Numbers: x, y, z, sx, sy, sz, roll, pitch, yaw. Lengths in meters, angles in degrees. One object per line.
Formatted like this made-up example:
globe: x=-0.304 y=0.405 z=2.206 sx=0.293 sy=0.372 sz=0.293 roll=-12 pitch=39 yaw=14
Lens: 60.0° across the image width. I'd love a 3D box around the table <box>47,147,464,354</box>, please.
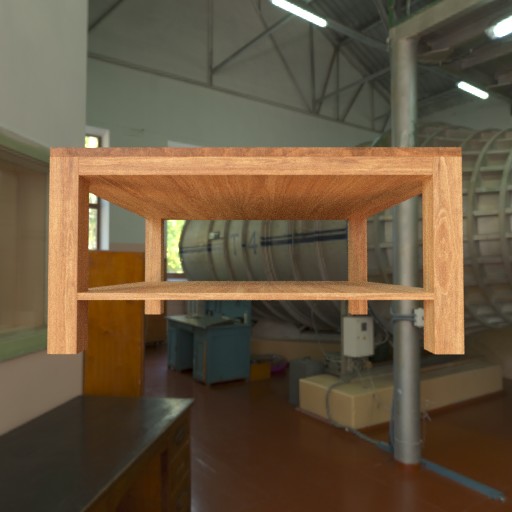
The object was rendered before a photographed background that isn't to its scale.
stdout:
table: x=0.000 y=0.000 z=1.412 sx=0.900 sy=0.450 sz=0.900 roll=0 pitch=-2 yaw=0
